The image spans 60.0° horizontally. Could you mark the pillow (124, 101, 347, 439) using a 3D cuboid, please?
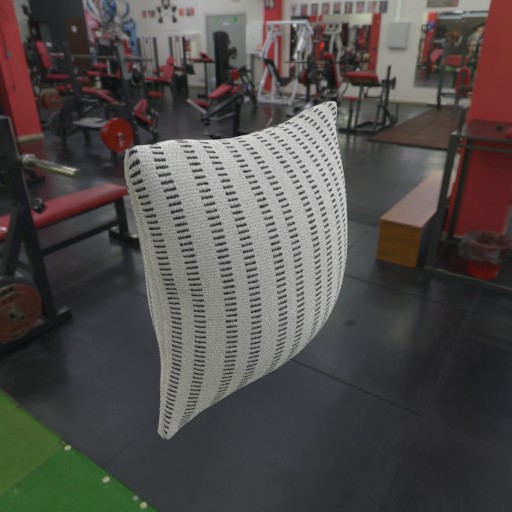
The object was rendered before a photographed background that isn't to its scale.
[{"bbox_3d":[0.000,0.000,0.693,0.247,0.419,0.438,19,32,33],"label":"pillow"}]
